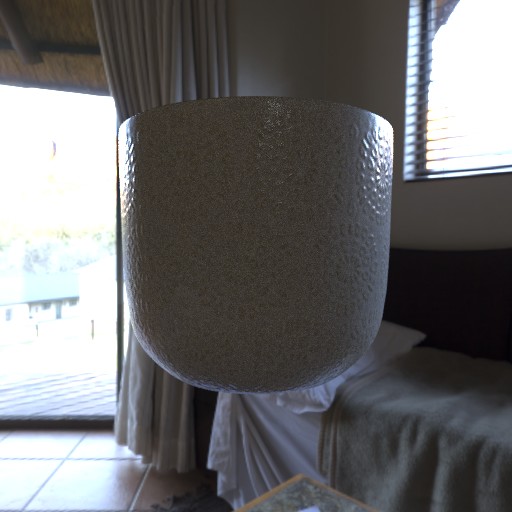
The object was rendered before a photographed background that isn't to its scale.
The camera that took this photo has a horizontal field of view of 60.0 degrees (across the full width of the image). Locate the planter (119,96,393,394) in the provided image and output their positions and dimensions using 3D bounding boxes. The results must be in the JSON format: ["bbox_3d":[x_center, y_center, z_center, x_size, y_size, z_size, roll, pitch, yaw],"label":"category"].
[{"bbox_3d":[0.000,0.000,0.290,0.170,0.152,0.170,0,1,0],"label":"planter"}]
